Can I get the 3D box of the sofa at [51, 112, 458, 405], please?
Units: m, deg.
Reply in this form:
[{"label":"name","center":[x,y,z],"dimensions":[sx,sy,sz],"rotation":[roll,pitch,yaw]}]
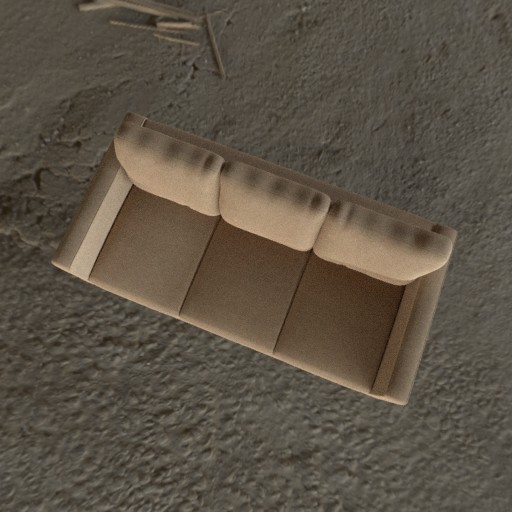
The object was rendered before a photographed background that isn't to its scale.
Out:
[{"label":"sofa","center":[0.000,0.000,2.403],"dimensions":[1.855,0.800,0.930],"rotation":[21,77,5]}]
